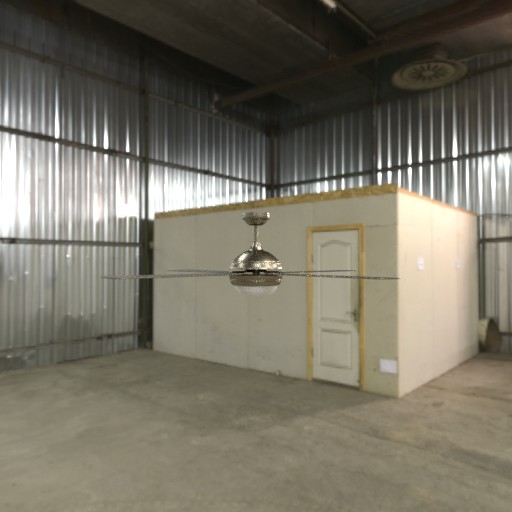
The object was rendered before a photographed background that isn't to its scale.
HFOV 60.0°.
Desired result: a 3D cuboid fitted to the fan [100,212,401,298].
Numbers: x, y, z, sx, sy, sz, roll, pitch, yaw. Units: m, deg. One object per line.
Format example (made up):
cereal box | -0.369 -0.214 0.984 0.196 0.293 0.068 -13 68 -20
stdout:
fan | 0.000 0.000 1.984 1.321 0.381 1.321 0 0 -20
